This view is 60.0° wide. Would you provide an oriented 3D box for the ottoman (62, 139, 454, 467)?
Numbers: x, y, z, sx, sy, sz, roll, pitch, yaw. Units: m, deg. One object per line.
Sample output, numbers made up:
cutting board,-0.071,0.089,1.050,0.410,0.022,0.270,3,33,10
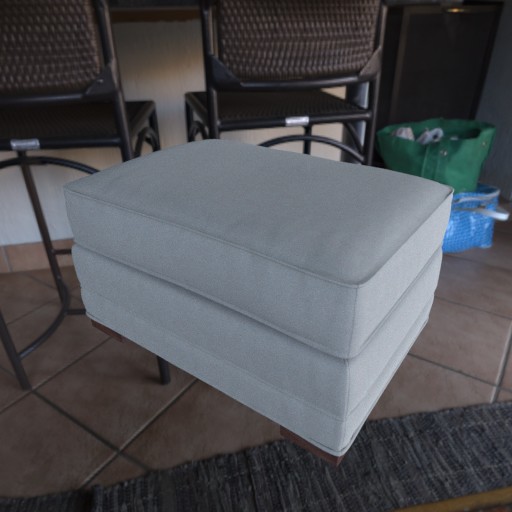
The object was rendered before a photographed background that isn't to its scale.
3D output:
ottoman,0.000,0.000,1.200,0.848,0.482,0.611,19,34,31
